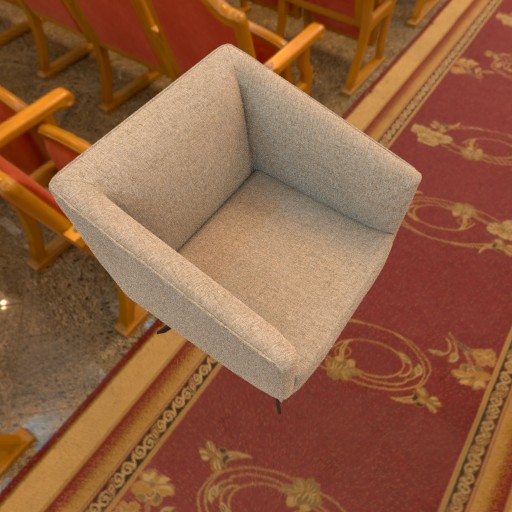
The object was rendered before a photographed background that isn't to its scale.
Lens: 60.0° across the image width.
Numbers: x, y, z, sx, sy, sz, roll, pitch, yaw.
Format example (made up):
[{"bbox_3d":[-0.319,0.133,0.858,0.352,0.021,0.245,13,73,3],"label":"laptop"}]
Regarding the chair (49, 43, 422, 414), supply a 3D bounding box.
[{"bbox_3d":[0.000,0.000,1.251,0.623,0.760,0.628,31,63,18],"label":"chair"}]
